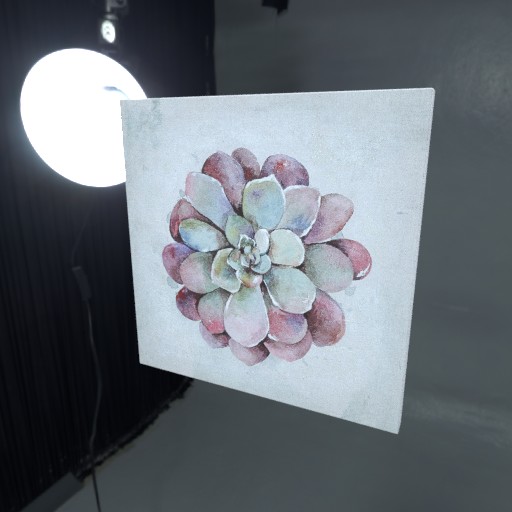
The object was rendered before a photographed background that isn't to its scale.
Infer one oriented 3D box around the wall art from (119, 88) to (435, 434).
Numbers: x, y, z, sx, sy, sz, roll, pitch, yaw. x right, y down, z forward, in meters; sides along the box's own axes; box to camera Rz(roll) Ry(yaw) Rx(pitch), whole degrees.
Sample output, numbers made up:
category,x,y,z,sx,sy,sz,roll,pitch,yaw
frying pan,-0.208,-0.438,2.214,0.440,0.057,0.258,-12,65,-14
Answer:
category,x,y,z,sx,sy,sz,roll,pitch,yaw
wall art,0.000,0.000,0.886,0.605,0.605,0.044,7,17,25
